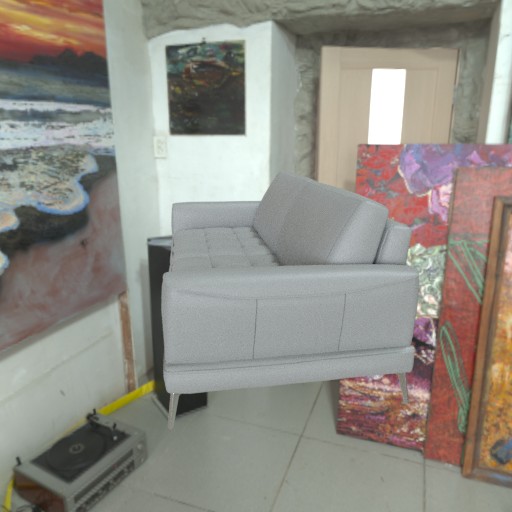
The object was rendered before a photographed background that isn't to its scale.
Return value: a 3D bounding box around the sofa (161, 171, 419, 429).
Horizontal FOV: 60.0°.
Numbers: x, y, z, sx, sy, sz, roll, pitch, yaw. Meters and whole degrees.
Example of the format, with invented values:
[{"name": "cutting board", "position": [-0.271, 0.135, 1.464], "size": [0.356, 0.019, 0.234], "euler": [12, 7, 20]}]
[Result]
[{"name": "sofa", "position": [0.000, 0.000, 2.774], "size": [1.121, 0.930, 2.177], "euler": [-2, 15, -9]}]
